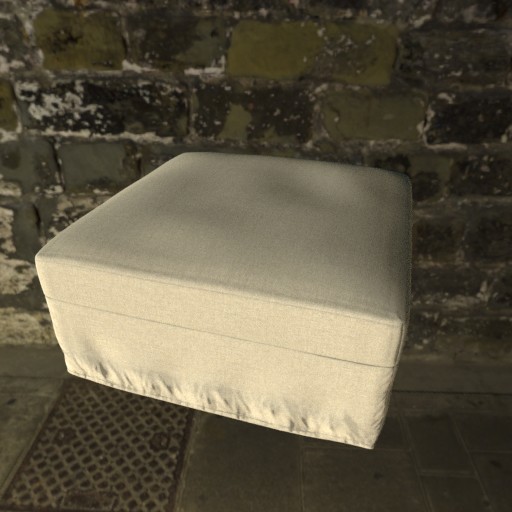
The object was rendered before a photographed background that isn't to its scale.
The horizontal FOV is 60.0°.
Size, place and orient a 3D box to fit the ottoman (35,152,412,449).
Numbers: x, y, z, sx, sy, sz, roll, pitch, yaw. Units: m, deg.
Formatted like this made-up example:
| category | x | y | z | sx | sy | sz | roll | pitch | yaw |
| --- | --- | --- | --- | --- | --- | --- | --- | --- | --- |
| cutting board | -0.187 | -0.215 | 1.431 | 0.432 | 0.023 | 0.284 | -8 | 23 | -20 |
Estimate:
| category | x | y | z | sx | sy | sz | roll | pitch | yaw |
| --- | --- | --- | --- | --- | --- | --- | --- | --- | --- |
| ottoman | 0.000 | 0.000 | 1.316 | 0.843 | 0.436 | 0.840 | 9 | 32 | 15 |
